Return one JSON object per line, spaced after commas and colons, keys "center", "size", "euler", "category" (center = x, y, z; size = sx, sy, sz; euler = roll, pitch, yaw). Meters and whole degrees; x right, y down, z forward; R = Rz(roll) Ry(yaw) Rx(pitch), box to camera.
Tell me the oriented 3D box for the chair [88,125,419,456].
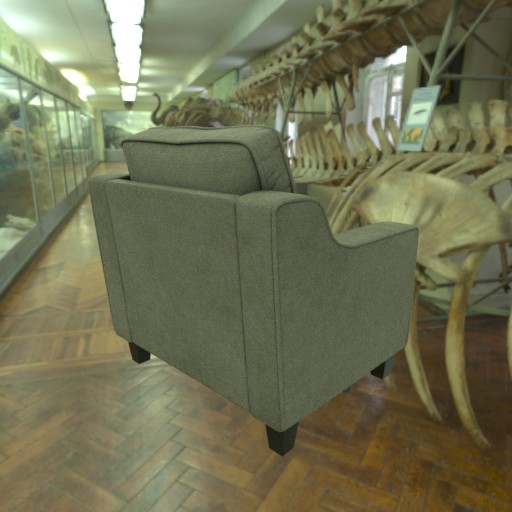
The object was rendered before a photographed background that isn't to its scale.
{"center": [0.000, 0.000, 1.684], "size": [0.926, 0.944, 0.840], "euler": [14, 21, 42], "category": "chair"}
